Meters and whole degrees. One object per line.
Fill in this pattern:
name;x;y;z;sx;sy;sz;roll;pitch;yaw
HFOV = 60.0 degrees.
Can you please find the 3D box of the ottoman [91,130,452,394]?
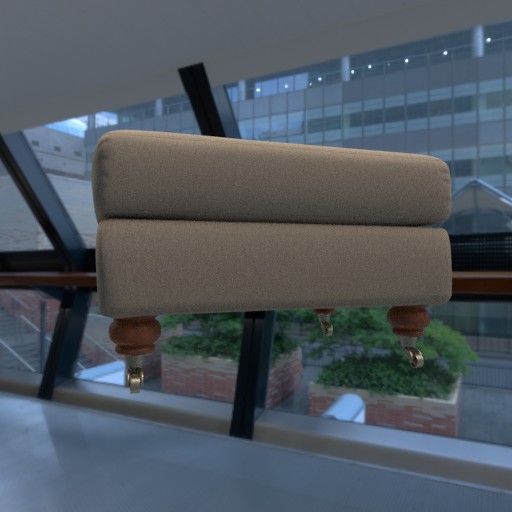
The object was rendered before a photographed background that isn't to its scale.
ottoman;0.000;0.000;1.125;0.773;0.497;0.574;0;0;-18
